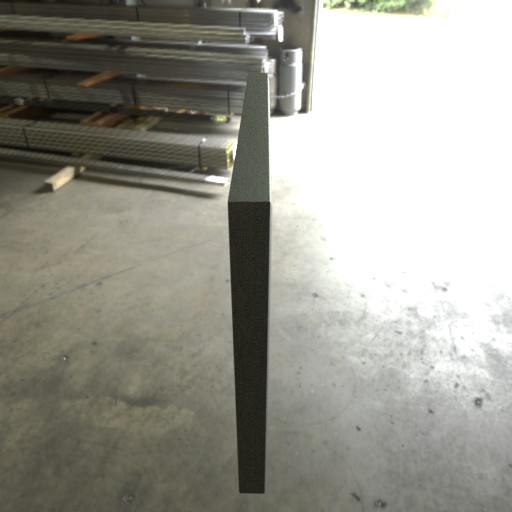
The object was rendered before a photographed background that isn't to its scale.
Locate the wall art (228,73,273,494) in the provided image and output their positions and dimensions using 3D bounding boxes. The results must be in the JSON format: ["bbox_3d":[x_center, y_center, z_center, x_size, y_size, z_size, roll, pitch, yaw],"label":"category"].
[{"bbox_3d":[0.000,0.000,0.519,0.028,0.330,0.380,1,33,1],"label":"wall art"}]
